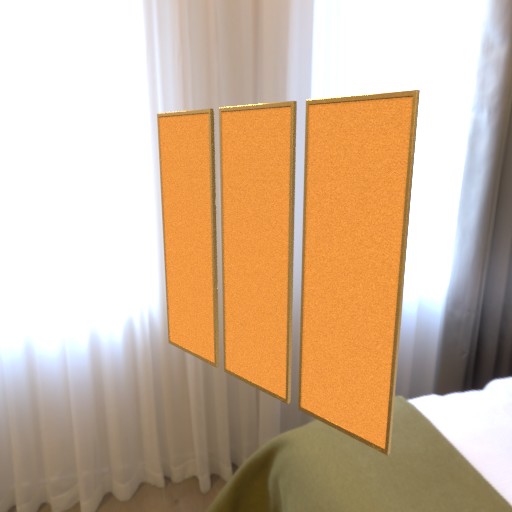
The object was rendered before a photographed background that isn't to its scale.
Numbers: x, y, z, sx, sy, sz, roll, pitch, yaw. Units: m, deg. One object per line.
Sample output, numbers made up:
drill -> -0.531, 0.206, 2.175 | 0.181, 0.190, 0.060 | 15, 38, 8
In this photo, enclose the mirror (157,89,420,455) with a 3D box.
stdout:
mirror -> 0.000, 0.000, 1.430 | 1.011, 0.926, 0.023 | 13, 19, 43
